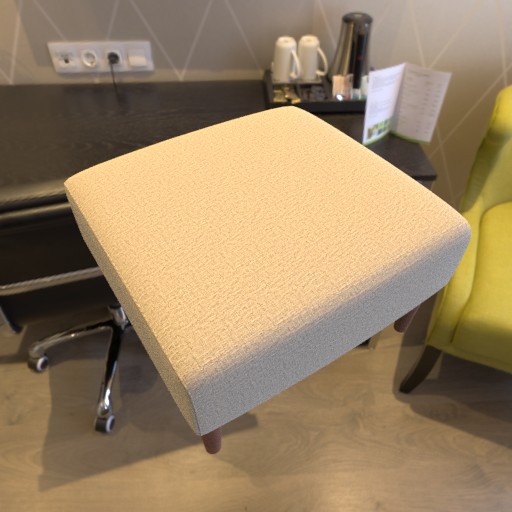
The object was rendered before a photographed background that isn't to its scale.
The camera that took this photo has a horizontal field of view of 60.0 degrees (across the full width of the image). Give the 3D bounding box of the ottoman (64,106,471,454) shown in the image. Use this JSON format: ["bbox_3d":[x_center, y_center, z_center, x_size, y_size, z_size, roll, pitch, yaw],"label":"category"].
[{"bbox_3d":[0.000,0.000,1.047,0.650,0.398,0.649,-25,51,-23],"label":"ottoman"}]
